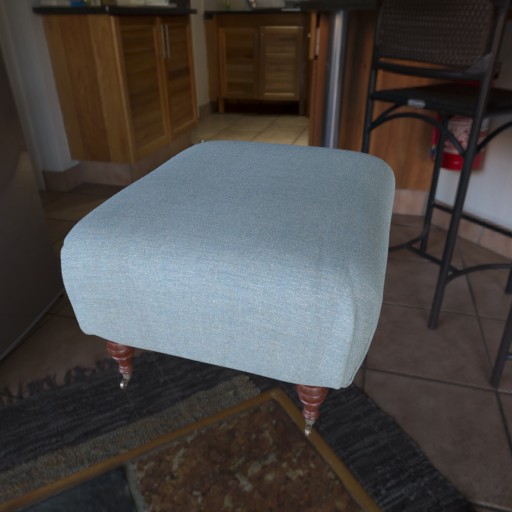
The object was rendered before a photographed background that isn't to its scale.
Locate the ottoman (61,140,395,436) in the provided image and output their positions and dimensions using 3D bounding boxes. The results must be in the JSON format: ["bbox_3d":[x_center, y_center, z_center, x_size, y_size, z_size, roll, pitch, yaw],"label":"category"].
[{"bbox_3d":[0.000,0.000,1.118,0.622,0.450,0.747,9,31,15],"label":"ottoman"}]
